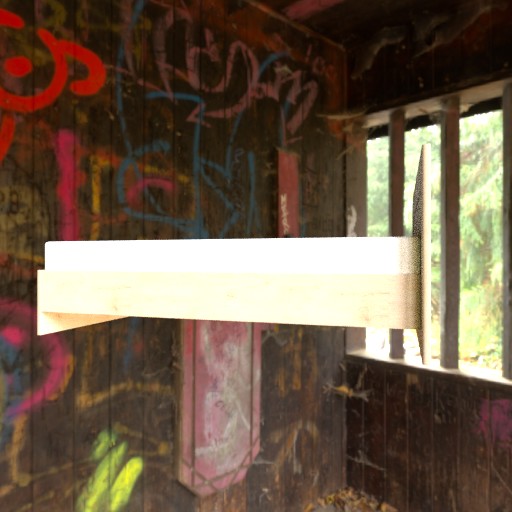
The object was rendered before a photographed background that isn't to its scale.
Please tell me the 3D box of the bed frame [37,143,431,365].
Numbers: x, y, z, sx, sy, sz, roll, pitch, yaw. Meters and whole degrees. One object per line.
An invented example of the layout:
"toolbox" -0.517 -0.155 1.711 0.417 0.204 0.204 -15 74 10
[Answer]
"bed frame" 0.000 0.000 2.973 2.080 0.900 1.800 0 0 18
